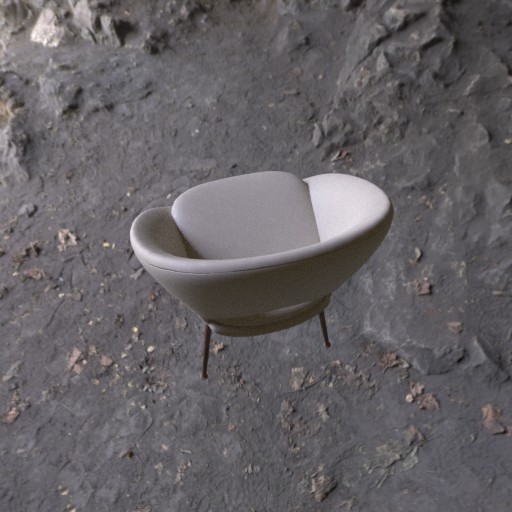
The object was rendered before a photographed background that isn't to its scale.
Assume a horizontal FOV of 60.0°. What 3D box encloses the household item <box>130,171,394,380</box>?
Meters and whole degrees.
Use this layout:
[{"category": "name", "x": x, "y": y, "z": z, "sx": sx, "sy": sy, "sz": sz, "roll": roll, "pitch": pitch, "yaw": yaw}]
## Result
[{"category": "household item", "x": 0.000, "y": 0.000, "z": 1.284, "sx": 0.623, "sy": 0.852, "sz": 0.573, "roll": -13, "pitch": 60, "yaw": -7}]
